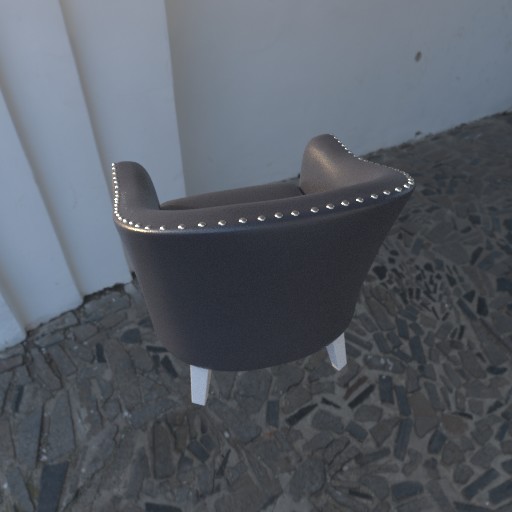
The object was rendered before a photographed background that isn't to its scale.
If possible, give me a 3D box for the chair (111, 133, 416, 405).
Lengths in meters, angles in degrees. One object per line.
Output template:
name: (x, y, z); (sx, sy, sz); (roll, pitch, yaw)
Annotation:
chair: (0.000, 0.000, 1.422); (0.794, 0.823, 0.748); (-11, 42, -12)
